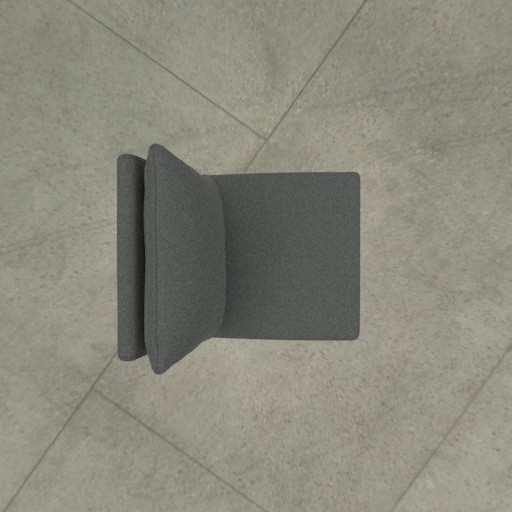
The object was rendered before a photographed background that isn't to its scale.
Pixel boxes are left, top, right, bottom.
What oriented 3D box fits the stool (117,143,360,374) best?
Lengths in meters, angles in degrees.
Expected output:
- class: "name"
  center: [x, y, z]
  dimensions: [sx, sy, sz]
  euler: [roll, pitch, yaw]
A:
- class: "stool"
  center: [0.000, 0.000, 1.345]
  dimensions: [0.569, 1.030, 0.463]
  euler: [0, 90, 0]
